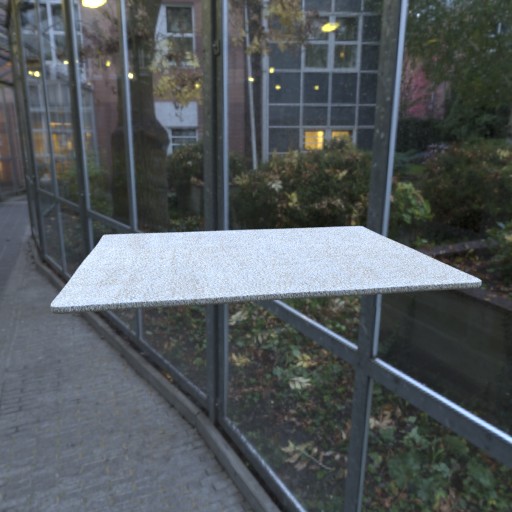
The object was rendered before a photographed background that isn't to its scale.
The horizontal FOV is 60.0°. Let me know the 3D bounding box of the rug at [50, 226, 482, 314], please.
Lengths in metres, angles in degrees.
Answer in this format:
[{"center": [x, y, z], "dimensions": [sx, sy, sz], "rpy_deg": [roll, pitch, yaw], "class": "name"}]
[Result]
[{"center": [0.000, 0.000, 2.159], "dimensions": [1.600, 0.027, 1.200], "rpy_deg": [-3, 15, -10], "class": "rug"}]
